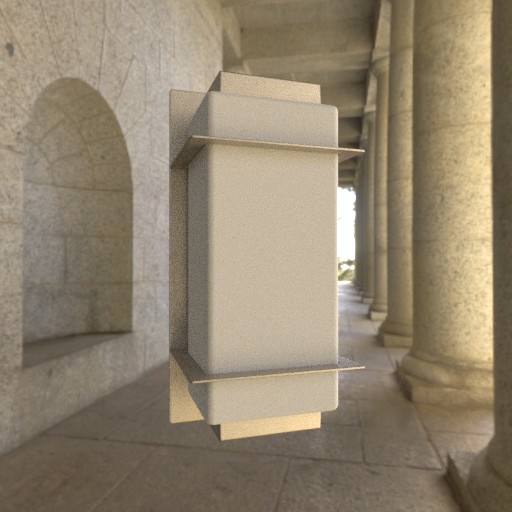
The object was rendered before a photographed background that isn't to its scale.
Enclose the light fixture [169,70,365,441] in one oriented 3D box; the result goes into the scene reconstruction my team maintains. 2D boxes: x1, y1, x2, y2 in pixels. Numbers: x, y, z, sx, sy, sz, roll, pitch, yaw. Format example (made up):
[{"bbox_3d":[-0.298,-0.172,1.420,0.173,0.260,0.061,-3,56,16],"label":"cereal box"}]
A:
[{"bbox_3d":[0.000,0.000,0.474,0.168,0.380,0.160,0,0,-18],"label":"light fixture"}]
